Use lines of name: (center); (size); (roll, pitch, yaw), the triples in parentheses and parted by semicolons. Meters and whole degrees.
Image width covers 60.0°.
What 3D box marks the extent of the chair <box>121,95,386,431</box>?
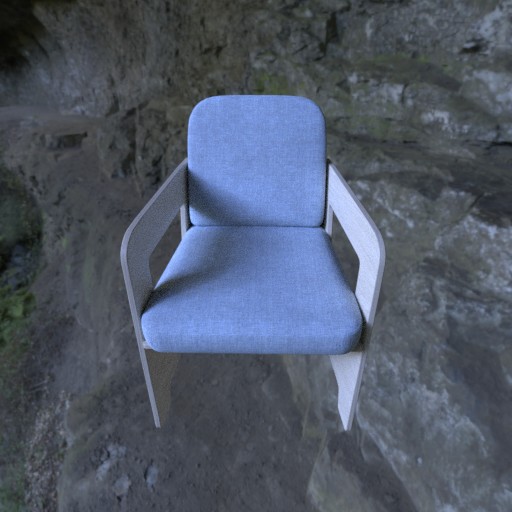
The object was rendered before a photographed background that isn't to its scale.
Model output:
chair: (0.000, 0.000, 1.303); (0.590, 0.800, 0.710); (1, 30, 1)
